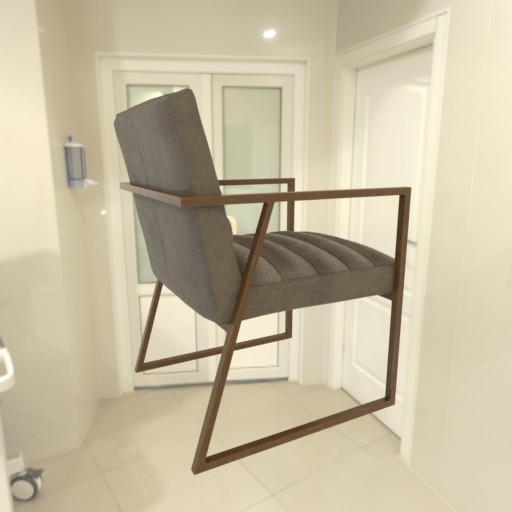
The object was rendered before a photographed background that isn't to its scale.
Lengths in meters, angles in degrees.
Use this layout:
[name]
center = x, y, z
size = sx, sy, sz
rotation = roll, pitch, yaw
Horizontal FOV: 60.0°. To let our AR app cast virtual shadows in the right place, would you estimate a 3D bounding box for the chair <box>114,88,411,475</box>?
[chair]
center = 0.000, 0.000, 1.309
size = 0.682, 0.843, 0.578
rotation = -7, 14, -27
